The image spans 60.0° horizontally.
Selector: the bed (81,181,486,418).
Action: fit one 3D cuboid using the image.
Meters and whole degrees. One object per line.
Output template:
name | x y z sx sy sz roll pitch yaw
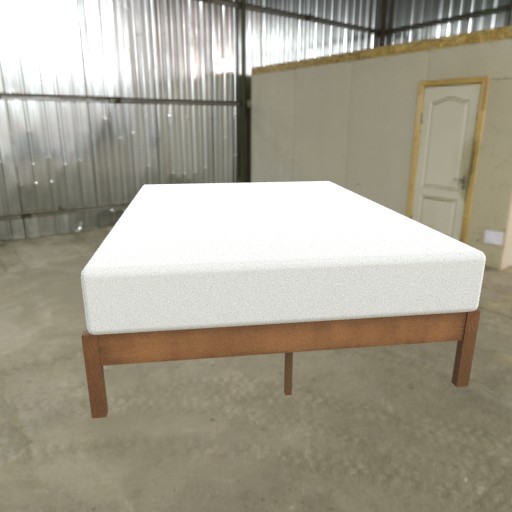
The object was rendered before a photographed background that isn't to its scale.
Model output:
bed | 0.000 0.000 2.638 1.529 0.593 2.050 -2 17 -8
